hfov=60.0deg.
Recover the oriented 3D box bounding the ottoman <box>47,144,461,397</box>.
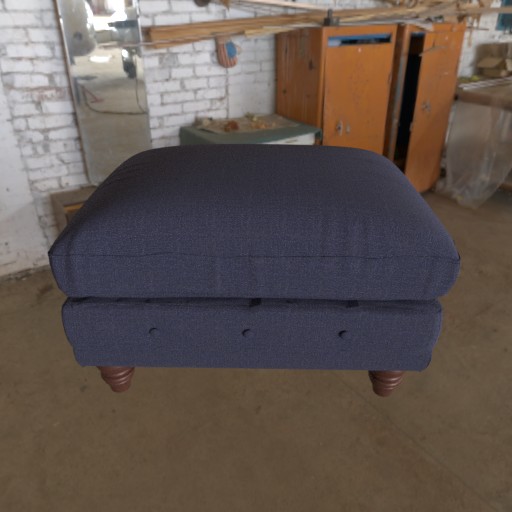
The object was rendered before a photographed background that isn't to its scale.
[{"bbox_3d":[0.000,0.000,1.104,0.767,0.486,0.558,1,29,1],"label":"ottoman"}]
